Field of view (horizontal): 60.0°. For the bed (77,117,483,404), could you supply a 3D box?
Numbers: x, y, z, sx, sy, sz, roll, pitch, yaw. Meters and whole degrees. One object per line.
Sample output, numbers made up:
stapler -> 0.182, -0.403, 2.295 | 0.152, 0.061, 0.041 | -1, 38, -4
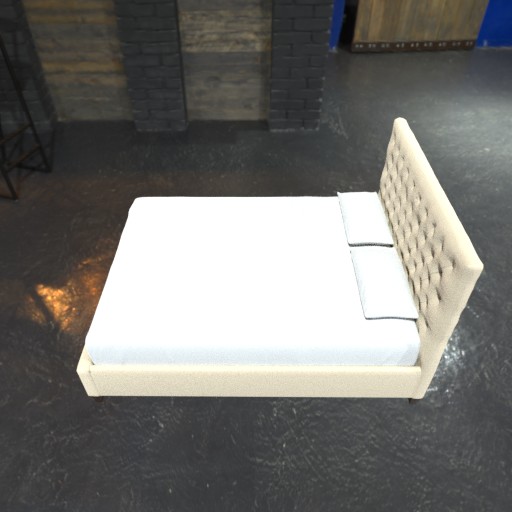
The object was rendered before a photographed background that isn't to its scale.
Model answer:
bed -> 0.000, 0.000, 3.347 | 2.387, 1.427, 1.698 | 0, 43, 0
